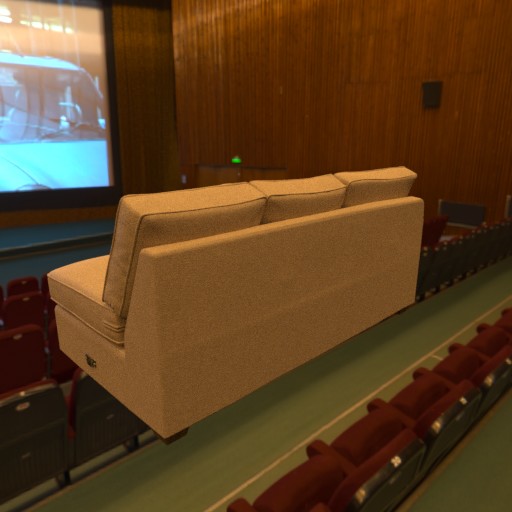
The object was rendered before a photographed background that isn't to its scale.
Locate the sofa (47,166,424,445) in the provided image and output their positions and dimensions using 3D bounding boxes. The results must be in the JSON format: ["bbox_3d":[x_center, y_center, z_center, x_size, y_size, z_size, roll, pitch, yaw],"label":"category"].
[{"bbox_3d":[0.000,0.000,2.502,1.962,0.946,1.034,-15,22,-42],"label":"sofa"}]
